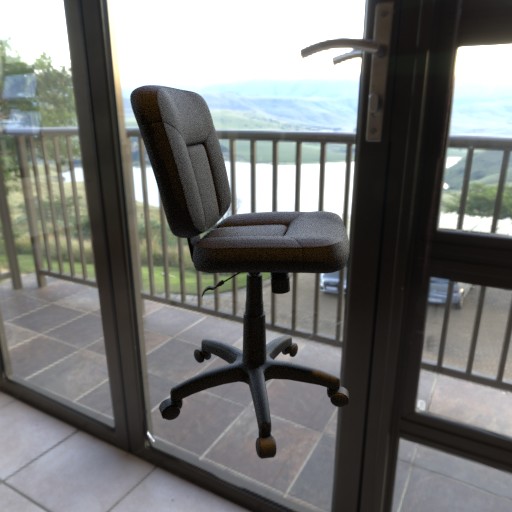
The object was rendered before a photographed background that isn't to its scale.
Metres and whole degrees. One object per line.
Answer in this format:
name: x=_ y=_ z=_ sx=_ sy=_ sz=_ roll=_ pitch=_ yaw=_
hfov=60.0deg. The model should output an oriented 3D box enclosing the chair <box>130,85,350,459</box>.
chair: x=0.000 y=0.000 z=1.345 sx=0.610 sy=0.972 sz=0.610 roll=3 pitch=18 yaw=11
